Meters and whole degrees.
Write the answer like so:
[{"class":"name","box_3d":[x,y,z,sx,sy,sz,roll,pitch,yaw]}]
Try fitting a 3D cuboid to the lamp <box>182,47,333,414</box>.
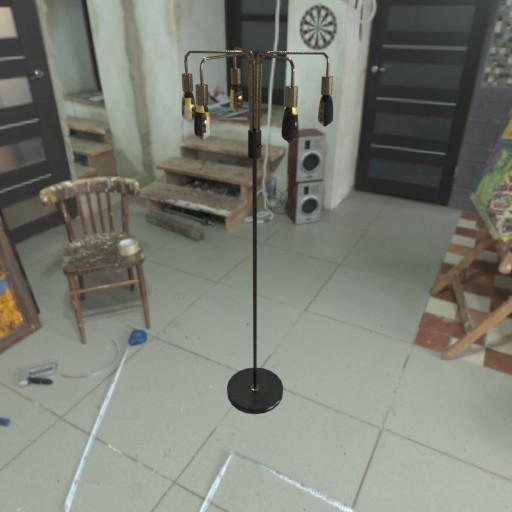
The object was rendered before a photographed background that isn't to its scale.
[{"class":"lamp","box_3d":[0.000,0.000,2.043,0.599,1.721,0.572,0,29,0]}]
